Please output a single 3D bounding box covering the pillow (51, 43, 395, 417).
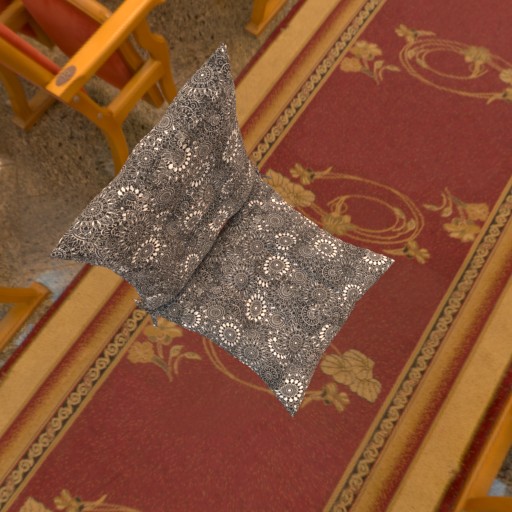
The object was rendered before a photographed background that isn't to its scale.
[{"bbox_3d":[0.000,0.000,1.009,0.585,0.536,0.541,34,78,8],"label":"pillow"}]
